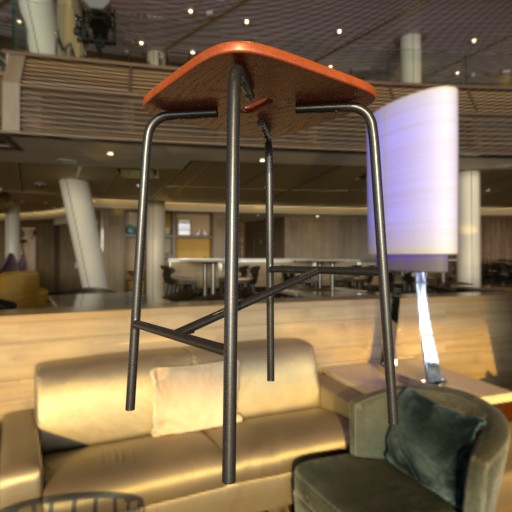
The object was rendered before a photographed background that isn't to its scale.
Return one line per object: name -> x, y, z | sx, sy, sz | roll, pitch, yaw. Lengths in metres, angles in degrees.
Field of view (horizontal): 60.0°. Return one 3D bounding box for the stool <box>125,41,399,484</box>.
stool -> 0.000, 0.000, 0.848 | 0.376, 0.610, 0.376 | 0, -1, -37
